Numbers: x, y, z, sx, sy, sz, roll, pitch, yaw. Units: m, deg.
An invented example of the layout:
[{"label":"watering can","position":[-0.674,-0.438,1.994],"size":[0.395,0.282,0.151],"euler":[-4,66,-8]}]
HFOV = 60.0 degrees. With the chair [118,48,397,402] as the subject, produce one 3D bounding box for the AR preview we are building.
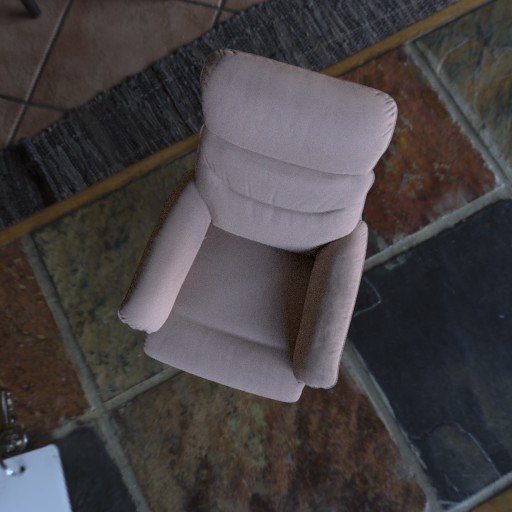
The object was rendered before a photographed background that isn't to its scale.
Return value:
[{"label":"chair","position":[0.000,0.000,1.709],"size":[0.820,1.037,1.004],"euler":[17,78,4]}]
